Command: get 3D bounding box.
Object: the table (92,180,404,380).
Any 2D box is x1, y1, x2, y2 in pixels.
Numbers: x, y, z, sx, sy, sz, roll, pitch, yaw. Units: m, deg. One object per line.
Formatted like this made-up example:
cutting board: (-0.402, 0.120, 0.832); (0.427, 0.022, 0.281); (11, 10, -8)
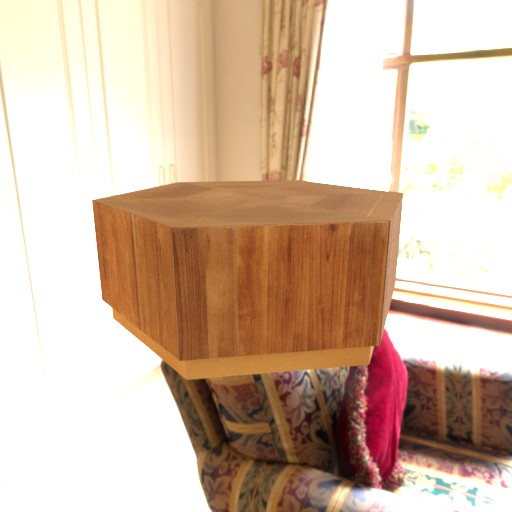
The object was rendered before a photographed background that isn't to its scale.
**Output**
table: (0.000, 0.000, 1.687); (1.154, 0.456, 1.000); (-2, 16, -9)
